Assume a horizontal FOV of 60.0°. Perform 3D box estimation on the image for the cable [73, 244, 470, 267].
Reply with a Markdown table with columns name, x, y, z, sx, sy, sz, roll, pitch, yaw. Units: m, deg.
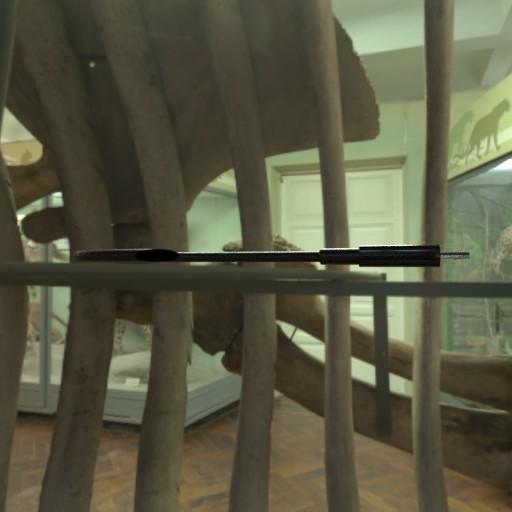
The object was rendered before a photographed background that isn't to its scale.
| name | x | y | z | sx | sy | sz | roll | pitch | yaw |
| --- | --- | --- | --- | --- | --- | --- | --- | --- | --- |
| cable | 0.000 | 0.000 | 0.109 | 0.098 | 0.006 | 0.040 | 0 | -1 | 18 |
